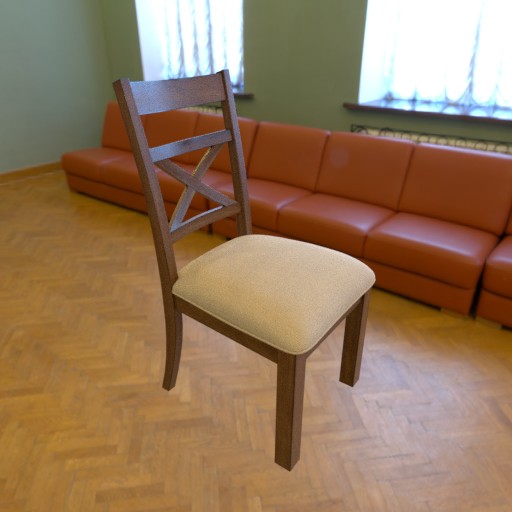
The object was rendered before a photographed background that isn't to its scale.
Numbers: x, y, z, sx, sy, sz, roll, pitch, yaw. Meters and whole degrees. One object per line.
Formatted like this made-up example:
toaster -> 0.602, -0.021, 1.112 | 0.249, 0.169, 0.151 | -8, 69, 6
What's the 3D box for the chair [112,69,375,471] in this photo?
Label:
chair -> 0.000, 0.000, 1.270 | 0.581, 0.949, 0.461 | 18, 32, 32
